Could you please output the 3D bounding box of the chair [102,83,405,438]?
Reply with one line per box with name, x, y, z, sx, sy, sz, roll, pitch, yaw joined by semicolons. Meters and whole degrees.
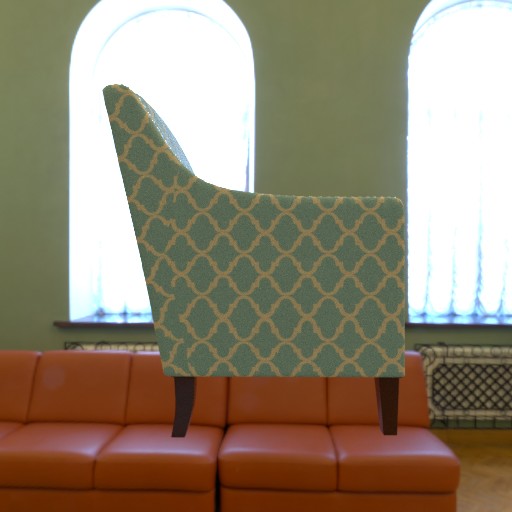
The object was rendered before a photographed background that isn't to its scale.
chair;0.000;0.000;1.294;0.686;0.817;0.617;0;0;1
